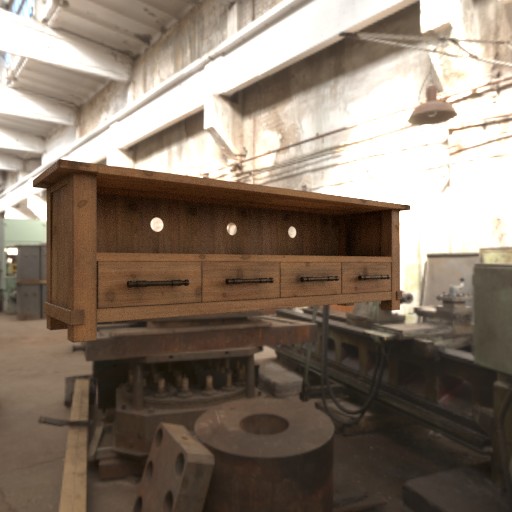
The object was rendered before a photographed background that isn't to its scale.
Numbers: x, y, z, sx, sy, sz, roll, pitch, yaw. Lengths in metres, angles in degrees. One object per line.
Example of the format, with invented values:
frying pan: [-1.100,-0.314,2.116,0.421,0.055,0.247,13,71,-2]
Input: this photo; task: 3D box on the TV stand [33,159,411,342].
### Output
TV stand: [0.000,0.000,2.053,1.804,0.573,0.453,1,-1,-36]
